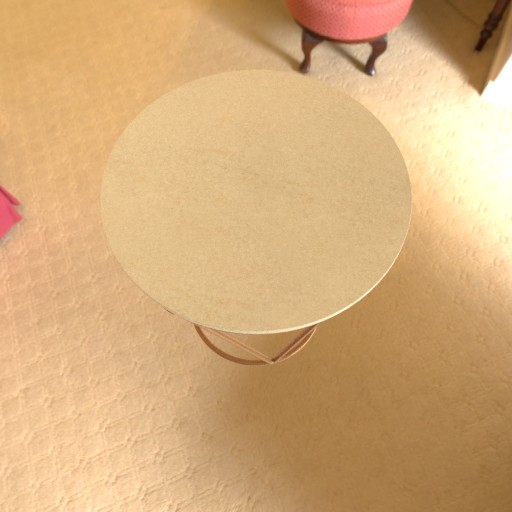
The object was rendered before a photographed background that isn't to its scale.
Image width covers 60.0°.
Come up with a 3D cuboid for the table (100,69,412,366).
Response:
[{"bbox_3d":[0.000,0.000,0.971,0.500,0.564,0.500,0,64,0],"label":"table"}]
